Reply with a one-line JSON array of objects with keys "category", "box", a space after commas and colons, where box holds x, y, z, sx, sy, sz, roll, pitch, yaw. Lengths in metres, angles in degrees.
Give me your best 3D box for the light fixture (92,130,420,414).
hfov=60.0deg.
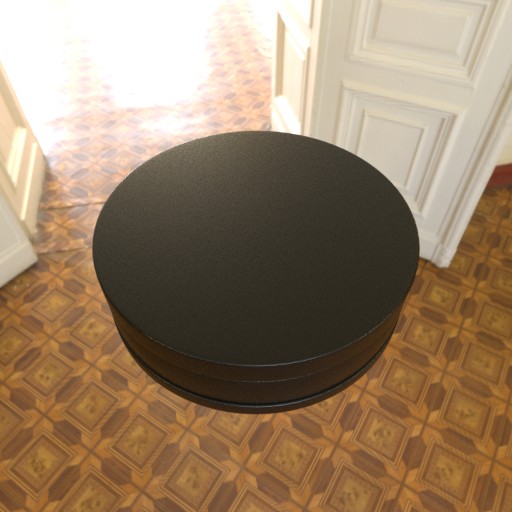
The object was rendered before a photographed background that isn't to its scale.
[{"category": "light fixture", "box": [0.000, 0.000, 0.425, 0.283, 0.097, 0.283, 0, 49, 0]}]
